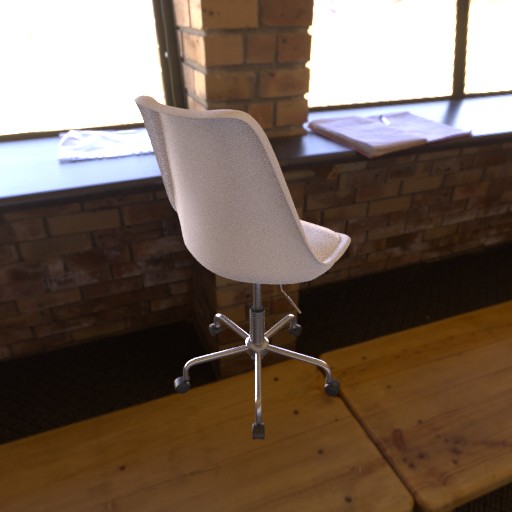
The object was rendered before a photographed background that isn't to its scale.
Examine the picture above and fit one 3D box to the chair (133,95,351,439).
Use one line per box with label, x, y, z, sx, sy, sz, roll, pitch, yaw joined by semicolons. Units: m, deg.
chair;0.000;0.000;1.281;0.550;0.930;0.550;21;36;31
